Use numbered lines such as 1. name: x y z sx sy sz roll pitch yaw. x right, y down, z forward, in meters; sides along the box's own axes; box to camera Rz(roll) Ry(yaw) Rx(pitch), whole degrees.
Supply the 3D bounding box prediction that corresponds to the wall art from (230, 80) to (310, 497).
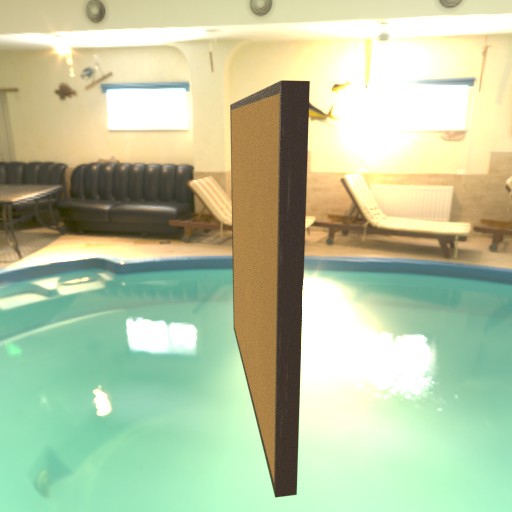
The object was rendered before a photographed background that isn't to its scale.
1. wall art: 0.000 0.000 1.121 0.043 0.758 0.762 -2 16 -9
